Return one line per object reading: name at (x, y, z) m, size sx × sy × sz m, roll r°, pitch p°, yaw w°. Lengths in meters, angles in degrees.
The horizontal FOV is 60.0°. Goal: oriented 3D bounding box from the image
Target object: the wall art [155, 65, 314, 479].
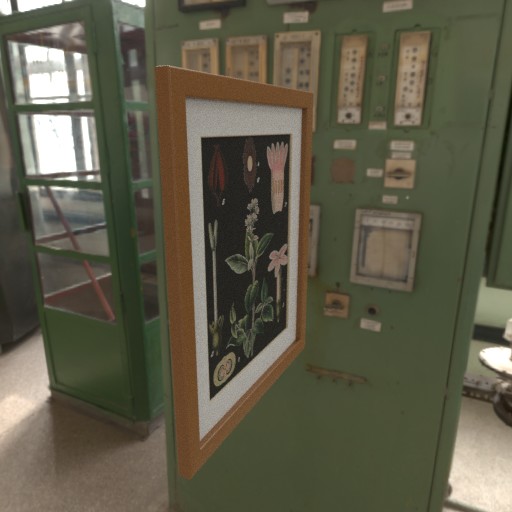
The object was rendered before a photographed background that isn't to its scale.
wall art at (0.000, 0.000, 0.753) m, size 0.021 × 0.550 × 0.449 m, roll 8°, pitch 18°, yaw 26°
